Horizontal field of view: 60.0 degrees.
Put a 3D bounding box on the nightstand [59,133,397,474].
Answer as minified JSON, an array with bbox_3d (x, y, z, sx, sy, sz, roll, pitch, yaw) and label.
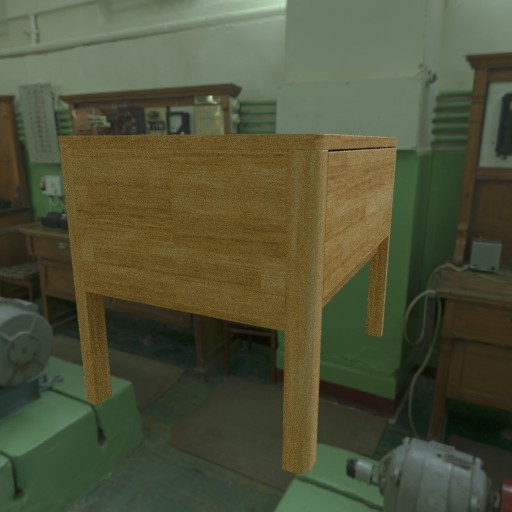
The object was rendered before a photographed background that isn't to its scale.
[{"bbox_3d":[0.000,0.000,0.907,0.440,0.470,0.560,7,16,26],"label":"nightstand"}]
